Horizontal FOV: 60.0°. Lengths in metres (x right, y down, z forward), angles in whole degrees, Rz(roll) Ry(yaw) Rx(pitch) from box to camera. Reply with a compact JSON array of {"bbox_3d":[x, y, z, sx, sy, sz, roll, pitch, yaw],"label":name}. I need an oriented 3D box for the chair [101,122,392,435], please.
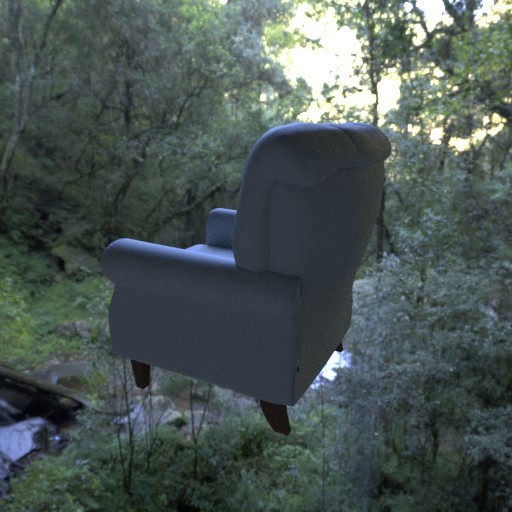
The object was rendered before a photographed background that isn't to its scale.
[{"bbox_3d":[0.000,0.000,2.104,1.128,1.217,1.090,8,19,26],"label":"chair"}]
